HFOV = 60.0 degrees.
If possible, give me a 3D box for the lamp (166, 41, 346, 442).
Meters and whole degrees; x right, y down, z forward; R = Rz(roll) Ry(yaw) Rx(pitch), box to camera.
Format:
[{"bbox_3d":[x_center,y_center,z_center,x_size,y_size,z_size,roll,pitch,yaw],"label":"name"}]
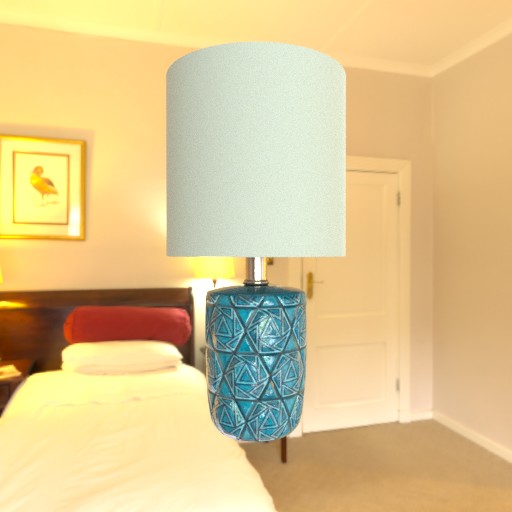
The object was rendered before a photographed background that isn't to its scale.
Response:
[{"bbox_3d":[0.000,0.000,0.486,0.193,0.377,0.193,0,1,35],"label":"lamp"}]
